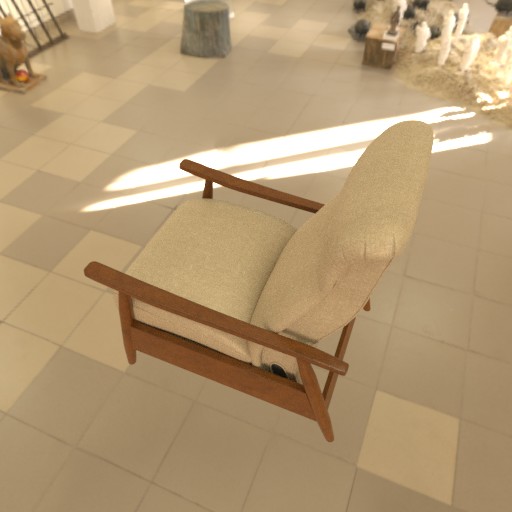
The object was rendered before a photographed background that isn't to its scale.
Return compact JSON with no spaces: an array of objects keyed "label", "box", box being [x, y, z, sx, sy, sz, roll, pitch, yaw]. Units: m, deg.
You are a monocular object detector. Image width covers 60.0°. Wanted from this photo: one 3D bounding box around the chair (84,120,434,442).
[{"label":"chair","box":[0.000,0.000,1.744,1.030,1.082,0.762,16,48,15]}]
